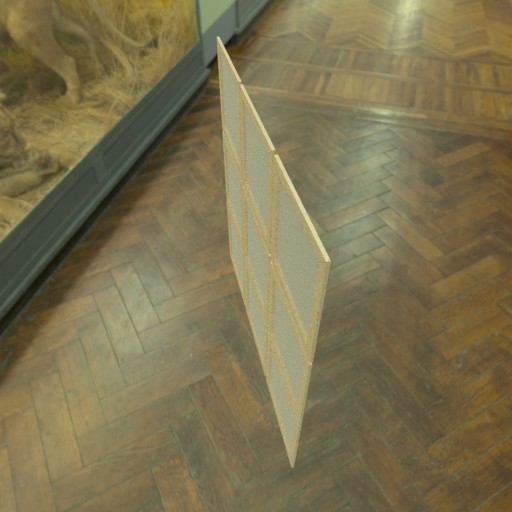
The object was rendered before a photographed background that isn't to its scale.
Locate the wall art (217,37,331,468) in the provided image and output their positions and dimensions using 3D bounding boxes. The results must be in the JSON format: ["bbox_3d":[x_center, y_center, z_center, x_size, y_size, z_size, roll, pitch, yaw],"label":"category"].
[{"bbox_3d":[0.000,0.000,2.168,0.014,1.507,1.519,-10,47,-10],"label":"wall art"}]
